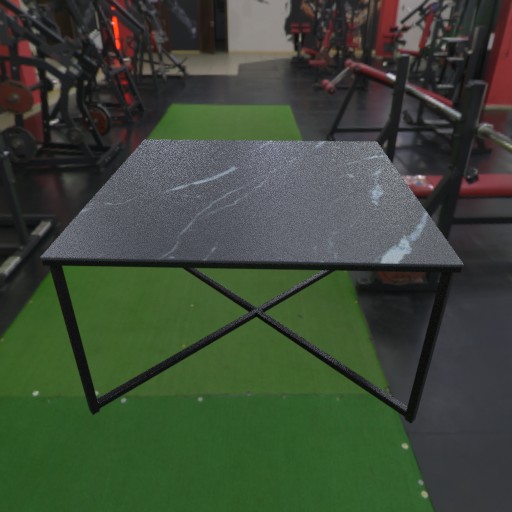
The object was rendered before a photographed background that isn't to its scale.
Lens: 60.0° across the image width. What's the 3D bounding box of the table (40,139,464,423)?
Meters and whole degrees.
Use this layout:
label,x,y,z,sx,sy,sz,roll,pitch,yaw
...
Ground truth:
label,x,y,z,sx,sy,sz,roll,pitch,yaw
table,0.000,0.000,1.293,0.800,0.450,0.800,1,31,2
